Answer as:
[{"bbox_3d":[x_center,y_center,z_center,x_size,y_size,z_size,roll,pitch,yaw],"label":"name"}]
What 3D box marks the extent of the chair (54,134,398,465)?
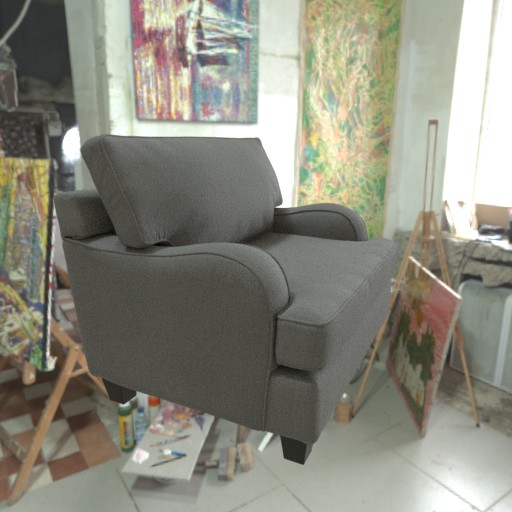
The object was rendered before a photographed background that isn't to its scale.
[{"bbox_3d":[0.000,0.000,1.936,1.041,1.016,1.220,7,16,26],"label":"chair"}]
